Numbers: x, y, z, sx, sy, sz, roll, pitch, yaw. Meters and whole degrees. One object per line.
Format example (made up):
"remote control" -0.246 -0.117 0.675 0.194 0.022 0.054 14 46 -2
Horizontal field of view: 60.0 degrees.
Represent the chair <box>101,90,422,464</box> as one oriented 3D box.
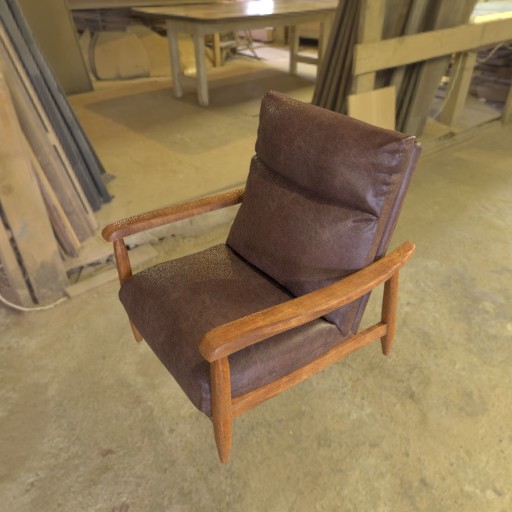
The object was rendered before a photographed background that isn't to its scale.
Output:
"chair" 0.000 0.000 1.515 0.830 0.897 0.782 -22 40 -29
